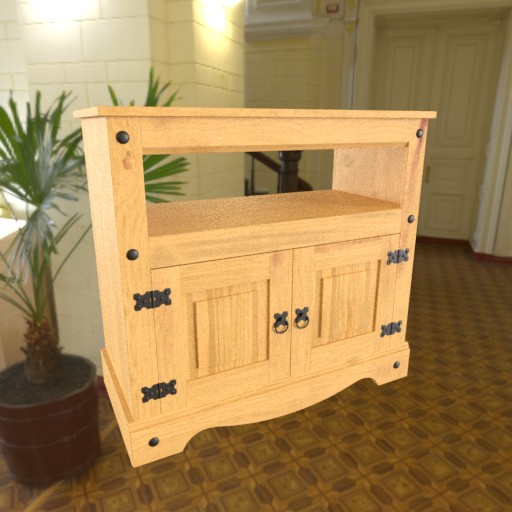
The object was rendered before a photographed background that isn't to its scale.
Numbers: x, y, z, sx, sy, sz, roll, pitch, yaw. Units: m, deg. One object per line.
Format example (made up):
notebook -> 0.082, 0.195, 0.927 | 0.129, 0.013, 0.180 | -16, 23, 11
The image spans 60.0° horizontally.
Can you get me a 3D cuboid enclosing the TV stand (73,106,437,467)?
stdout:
TV stand -> 0.000, 0.000, 1.269 | 0.851, 0.787, 0.430 | -8, 19, -26
